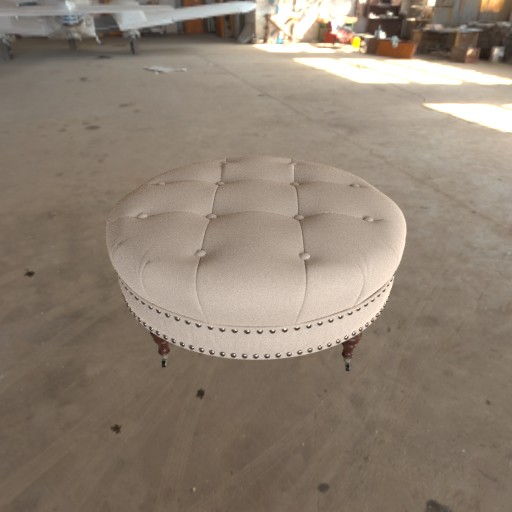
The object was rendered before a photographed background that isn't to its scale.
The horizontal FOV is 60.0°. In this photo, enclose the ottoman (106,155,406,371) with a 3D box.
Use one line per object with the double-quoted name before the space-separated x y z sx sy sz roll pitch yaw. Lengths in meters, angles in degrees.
"ottoman" 0.000 0.000 1.418 0.901 0.439 0.901 0 31 0
